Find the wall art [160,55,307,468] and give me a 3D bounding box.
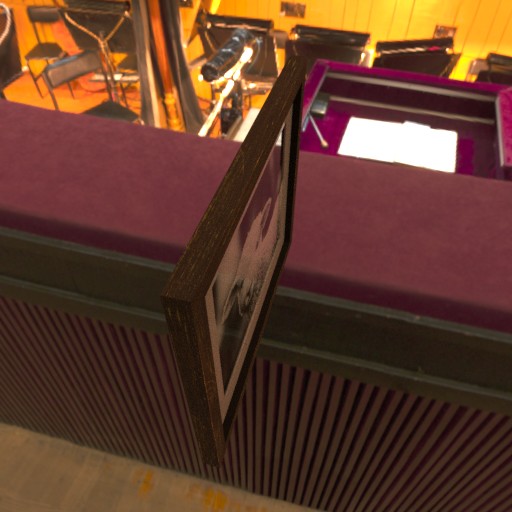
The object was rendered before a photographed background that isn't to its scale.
[{"bbox_3d":[0.000,0.000,0.763,0.032,0.457,0.558,11,48,11],"label":"wall art"}]
